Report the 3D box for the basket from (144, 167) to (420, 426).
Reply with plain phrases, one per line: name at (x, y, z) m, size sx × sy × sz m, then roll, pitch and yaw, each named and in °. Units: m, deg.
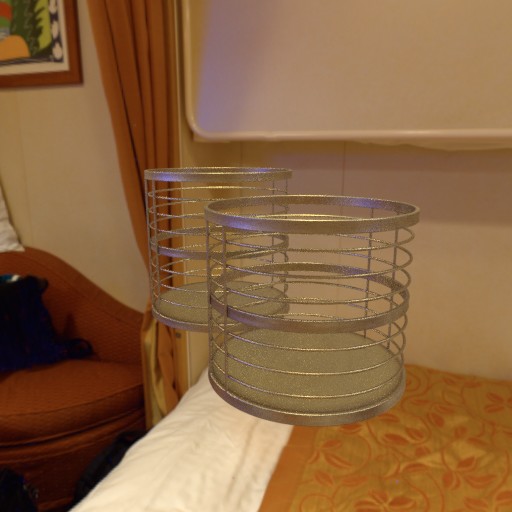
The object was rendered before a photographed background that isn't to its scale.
basket at (0.000, 0.000, 0.950) m, size 0.356 × 0.351 × 0.746 m, roll -7°, pitch 15°, yaw -27°
